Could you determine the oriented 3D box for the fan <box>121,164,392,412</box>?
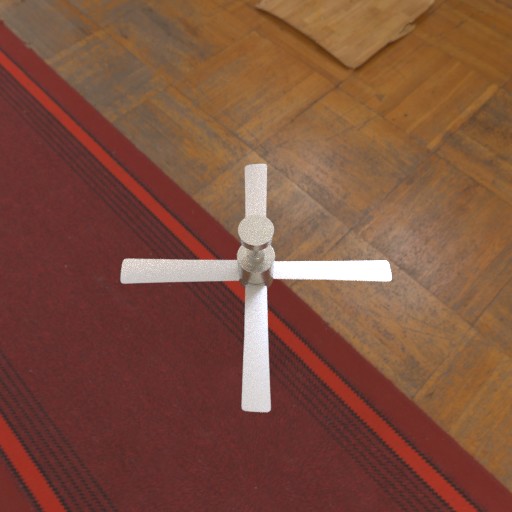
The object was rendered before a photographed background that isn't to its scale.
[{"bbox_3d":[0.000,0.000,2.353,1.525,0.539,1.525,0,62,0],"label":"fan"}]
